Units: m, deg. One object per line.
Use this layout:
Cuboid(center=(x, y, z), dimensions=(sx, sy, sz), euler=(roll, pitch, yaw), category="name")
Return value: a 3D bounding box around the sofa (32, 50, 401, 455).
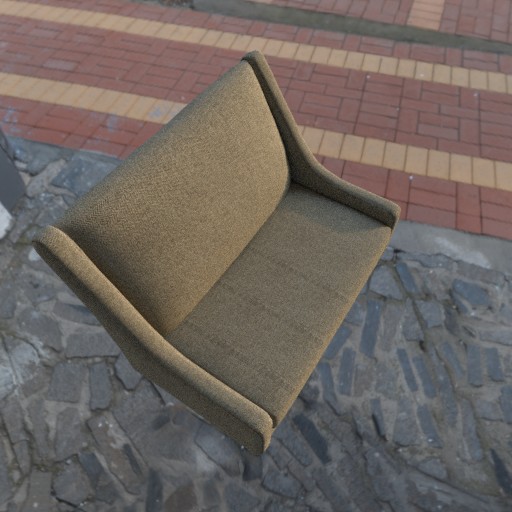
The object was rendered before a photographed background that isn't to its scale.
Cuboid(center=(0.000, 0.000, 1.893), dimensions=(0.870, 1.021, 1.242), euler=(28, 60, 18), category="sofa")
